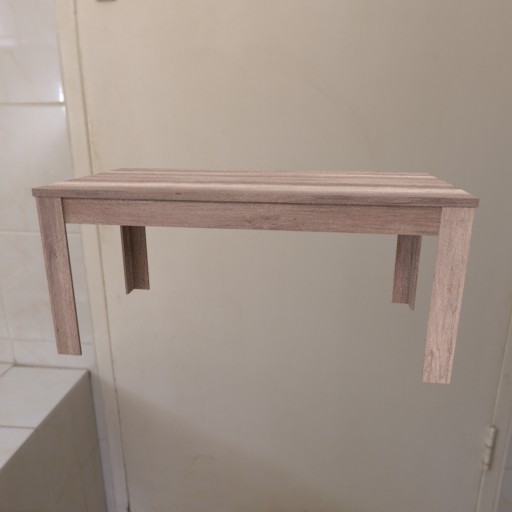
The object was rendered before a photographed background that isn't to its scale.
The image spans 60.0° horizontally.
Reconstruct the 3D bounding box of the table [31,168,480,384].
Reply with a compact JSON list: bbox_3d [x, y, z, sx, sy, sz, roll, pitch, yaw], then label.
[{"bbox_3d":[0.000,0.000,2.301,1.800,0.790,0.900,2,17,8],"label":"table"}]
